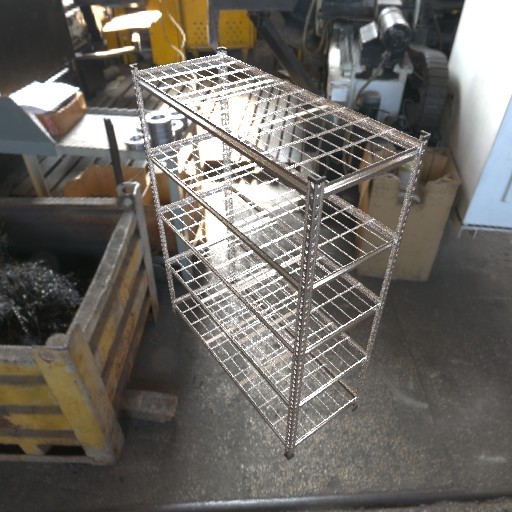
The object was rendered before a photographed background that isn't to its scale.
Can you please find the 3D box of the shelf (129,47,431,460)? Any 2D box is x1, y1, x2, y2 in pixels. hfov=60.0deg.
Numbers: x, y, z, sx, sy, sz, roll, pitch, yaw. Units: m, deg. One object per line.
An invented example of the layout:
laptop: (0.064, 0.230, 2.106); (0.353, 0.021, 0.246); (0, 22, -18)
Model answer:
shelf: (0.000, 0.000, 2.717); (0.610, 1.981, 1.524); (-25, 46, -27)
